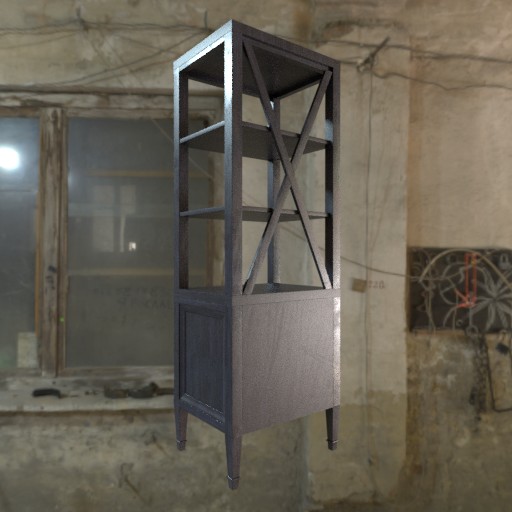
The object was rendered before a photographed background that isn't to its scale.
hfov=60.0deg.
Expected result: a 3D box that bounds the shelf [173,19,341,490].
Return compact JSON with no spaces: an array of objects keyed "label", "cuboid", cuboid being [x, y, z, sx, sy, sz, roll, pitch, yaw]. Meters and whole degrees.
[{"label":"shelf","cuboid":[0.000,0.000,1.981,0.584,1.727,0.472,0,0,-38]}]
